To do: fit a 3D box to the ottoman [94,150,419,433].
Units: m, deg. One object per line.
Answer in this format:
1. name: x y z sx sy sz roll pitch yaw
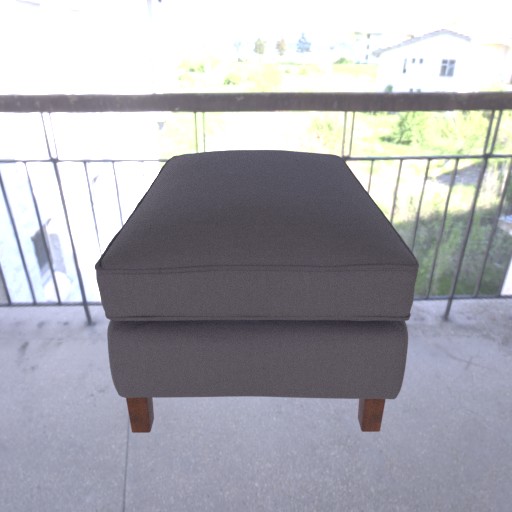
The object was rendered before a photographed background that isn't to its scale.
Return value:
1. ottoman: 0.000 0.000 0.982 0.508 0.406 0.686 0 26 0
